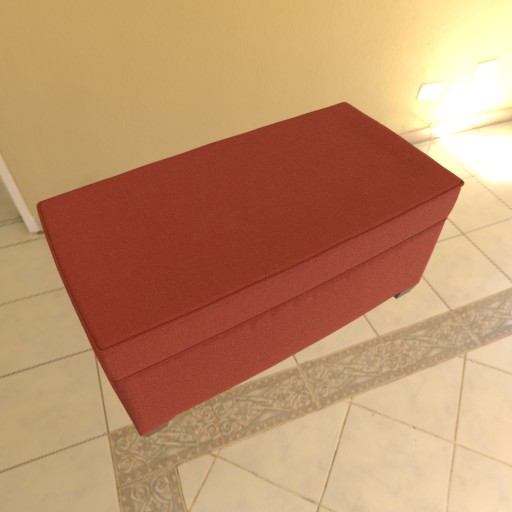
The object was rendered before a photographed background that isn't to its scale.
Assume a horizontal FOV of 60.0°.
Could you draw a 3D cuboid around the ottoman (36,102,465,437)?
[{"bbox_3d":[0.000,0.000,1.220,0.948,0.454,0.497,-24,52,-21],"label":"ottoman"}]
